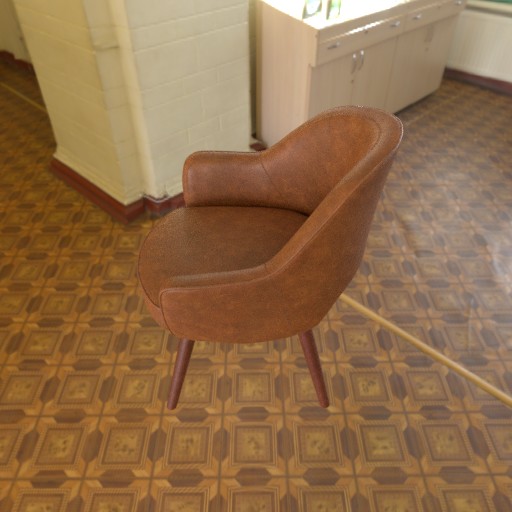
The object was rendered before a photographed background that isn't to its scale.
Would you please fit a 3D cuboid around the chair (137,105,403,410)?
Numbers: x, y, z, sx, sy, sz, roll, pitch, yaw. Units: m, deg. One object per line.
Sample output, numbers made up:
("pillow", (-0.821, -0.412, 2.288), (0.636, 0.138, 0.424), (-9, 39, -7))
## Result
("chair", (0.000, 0.000, 1.226), (0.640, 0.777, 0.591), (-1, 41, -1))
